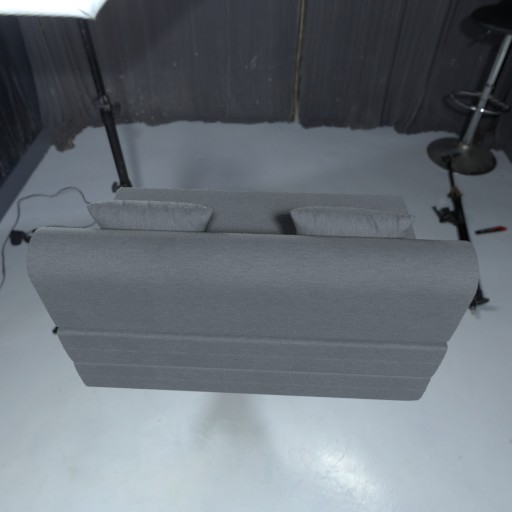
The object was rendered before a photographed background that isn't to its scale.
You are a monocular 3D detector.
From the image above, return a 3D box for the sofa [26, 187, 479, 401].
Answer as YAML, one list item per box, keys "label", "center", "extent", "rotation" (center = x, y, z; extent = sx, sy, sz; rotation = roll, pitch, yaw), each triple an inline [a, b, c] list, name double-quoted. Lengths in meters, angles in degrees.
- label: "sofa"
  center: [0.000, 0.000, 1.638]
  extent: [1.225, 0.670, 0.762]
  rotation: [2, 46, 2]
